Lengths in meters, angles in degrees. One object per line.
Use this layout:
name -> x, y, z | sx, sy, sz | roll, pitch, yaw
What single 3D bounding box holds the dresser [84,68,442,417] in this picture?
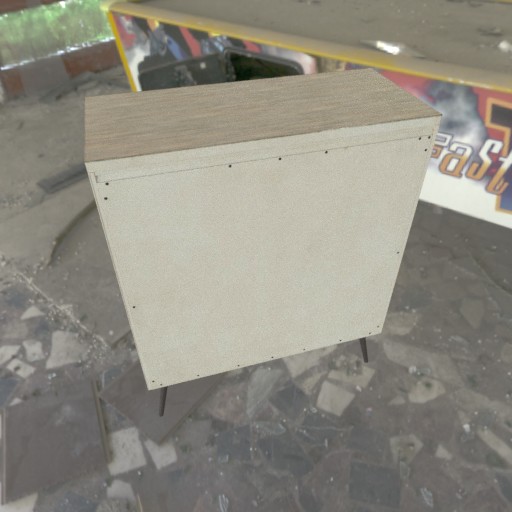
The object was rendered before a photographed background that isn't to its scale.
dresser -> 0.000, 0.000, 1.758 | 1.016, 1.219, 0.457 | -11, 42, -13
